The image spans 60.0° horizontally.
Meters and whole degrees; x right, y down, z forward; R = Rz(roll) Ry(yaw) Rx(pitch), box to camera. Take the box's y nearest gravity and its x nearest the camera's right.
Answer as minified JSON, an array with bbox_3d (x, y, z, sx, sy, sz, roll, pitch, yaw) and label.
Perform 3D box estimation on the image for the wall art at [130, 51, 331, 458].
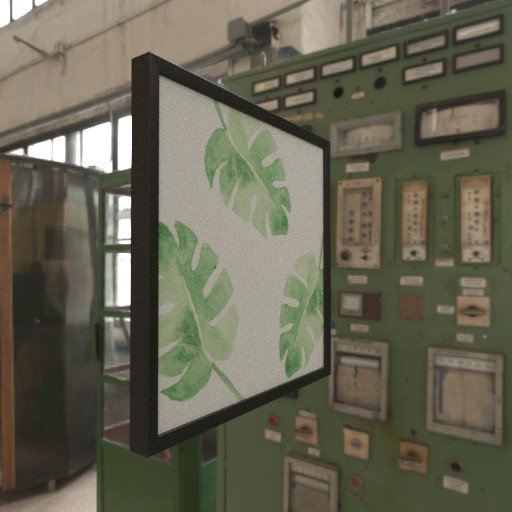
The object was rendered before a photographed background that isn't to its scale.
[{"bbox_3d":[0.000,0.000,0.768,0.036,0.508,0.508,-1,-1,36],"label":"wall art"}]
